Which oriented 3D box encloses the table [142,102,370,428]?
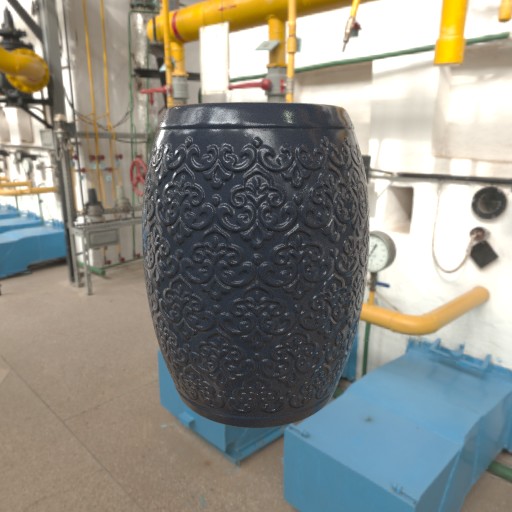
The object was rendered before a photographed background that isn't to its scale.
[{"bbox_3d":[0.000,0.000,0.626,0.309,0.397,0.309,0,15,0],"label":"table"}]
